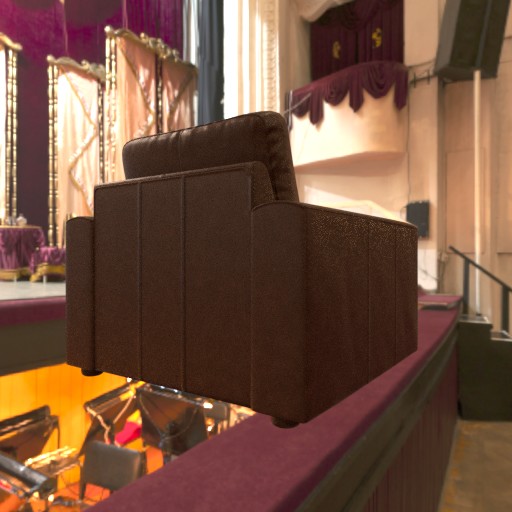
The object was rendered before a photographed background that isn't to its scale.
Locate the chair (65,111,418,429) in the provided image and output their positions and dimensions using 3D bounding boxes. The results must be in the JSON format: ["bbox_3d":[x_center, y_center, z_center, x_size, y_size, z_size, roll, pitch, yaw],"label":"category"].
[{"bbox_3d":[0.000,0.000,1.745,1.005,0.873,1.016,0,1,35],"label":"chair"}]
